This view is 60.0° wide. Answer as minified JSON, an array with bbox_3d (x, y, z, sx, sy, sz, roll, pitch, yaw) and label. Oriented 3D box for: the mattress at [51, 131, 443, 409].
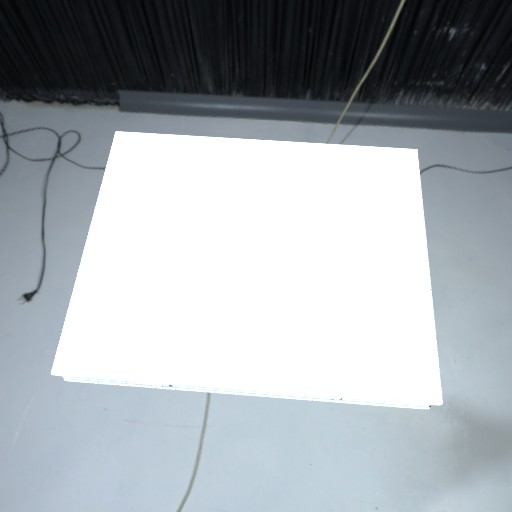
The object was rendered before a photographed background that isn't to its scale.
[{"bbox_3d":[0.000,0.000,2.681,2.000,0.230,1.600,4,65,2],"label":"mattress"}]
